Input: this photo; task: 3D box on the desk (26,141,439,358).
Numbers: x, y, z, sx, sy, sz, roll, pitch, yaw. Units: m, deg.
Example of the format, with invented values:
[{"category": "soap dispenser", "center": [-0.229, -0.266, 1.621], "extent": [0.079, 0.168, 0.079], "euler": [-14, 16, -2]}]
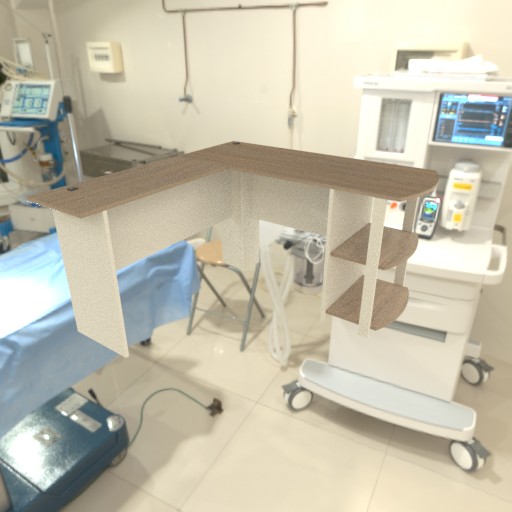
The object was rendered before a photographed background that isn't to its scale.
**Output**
[{"category": "desk", "center": [0.000, 0.000, 2.100], "extent": [1.303, 0.716, 1.361], "euler": [17, 31, 31]}]
